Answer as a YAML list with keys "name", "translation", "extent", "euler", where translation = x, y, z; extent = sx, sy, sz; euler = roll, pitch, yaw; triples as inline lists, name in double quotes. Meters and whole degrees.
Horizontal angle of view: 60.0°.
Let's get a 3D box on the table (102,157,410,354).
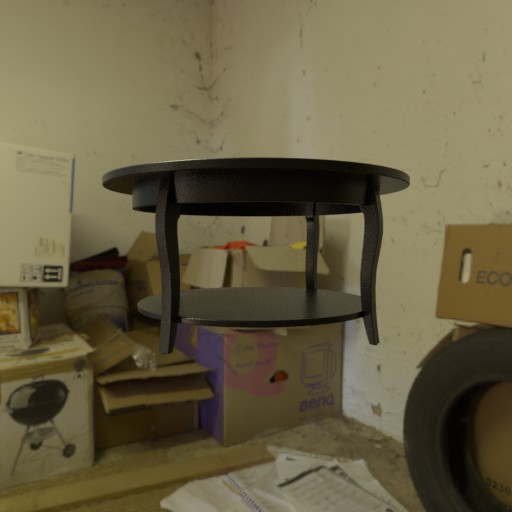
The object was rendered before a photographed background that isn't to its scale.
- name: "table"
  translation: [0.000, 0.000, 1.403]
  extent: [0.914, 0.457, 0.914]
  euler: [0, 2, 0]
